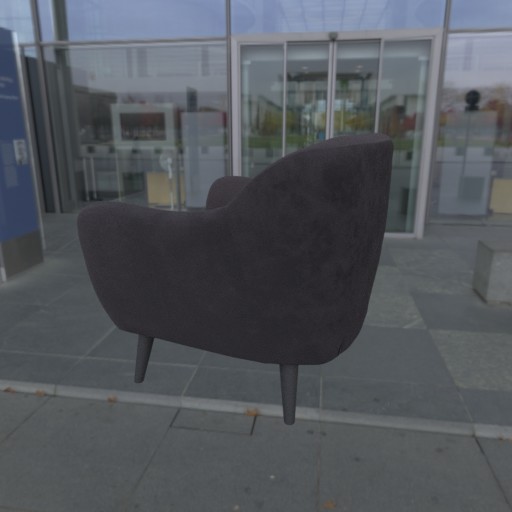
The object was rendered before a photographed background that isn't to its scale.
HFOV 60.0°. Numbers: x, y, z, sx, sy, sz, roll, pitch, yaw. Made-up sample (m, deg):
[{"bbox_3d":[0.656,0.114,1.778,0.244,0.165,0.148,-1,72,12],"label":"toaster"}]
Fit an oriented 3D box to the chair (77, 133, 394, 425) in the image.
[{"bbox_3d":[0.000,0.000,1.506,0.819,0.807,0.840,7,17,23],"label":"chair"}]
